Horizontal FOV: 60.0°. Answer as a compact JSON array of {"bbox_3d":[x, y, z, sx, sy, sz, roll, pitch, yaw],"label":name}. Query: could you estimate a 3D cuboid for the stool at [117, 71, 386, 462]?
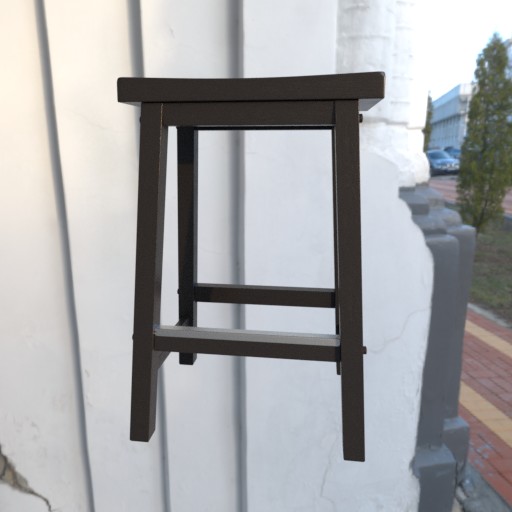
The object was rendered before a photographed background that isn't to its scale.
[{"bbox_3d":[0.000,0.000,0.838,0.406,0.610,0.322,2,14,8],"label":"stool"}]
